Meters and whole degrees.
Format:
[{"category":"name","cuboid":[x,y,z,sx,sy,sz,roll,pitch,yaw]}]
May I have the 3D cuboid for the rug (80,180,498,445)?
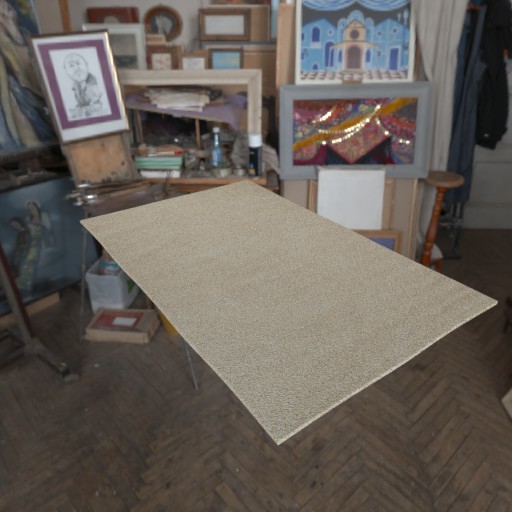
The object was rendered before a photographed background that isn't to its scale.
[{"category":"rug","cuboid":[0.000,0.000,2.821,1.500,0.025,2.346,-20,35,-31]}]
